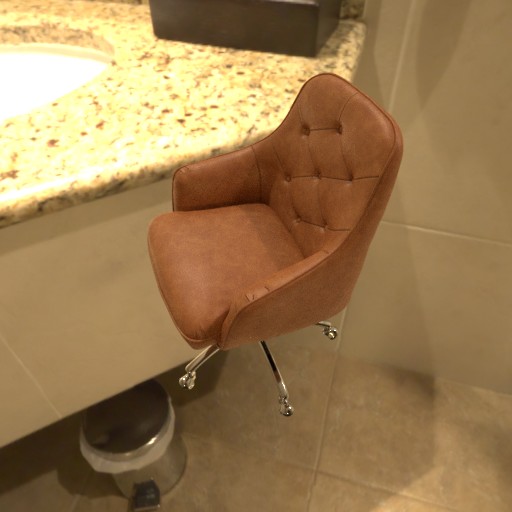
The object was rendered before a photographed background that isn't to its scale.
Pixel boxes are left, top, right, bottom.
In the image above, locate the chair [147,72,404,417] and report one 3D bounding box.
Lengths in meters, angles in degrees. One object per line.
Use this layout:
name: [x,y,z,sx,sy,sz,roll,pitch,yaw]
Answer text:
chair: [0.000,0.000,1.327,0.615,0.909,0.628,-15,47,-15]
